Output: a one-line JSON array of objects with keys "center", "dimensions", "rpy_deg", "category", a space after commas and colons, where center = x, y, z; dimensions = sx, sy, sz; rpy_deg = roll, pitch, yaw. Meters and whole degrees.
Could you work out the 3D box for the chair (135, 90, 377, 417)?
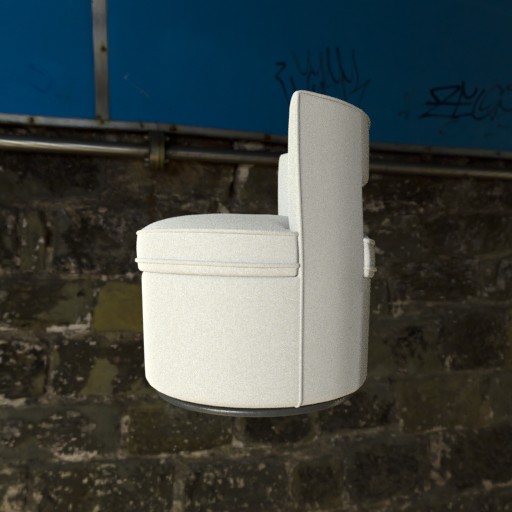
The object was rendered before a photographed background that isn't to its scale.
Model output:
[{"center": [0.000, 0.000, 1.256], "dimensions": [0.665, 0.723, 0.650], "rpy_deg": [0, -1, 0], "category": "chair"}]
